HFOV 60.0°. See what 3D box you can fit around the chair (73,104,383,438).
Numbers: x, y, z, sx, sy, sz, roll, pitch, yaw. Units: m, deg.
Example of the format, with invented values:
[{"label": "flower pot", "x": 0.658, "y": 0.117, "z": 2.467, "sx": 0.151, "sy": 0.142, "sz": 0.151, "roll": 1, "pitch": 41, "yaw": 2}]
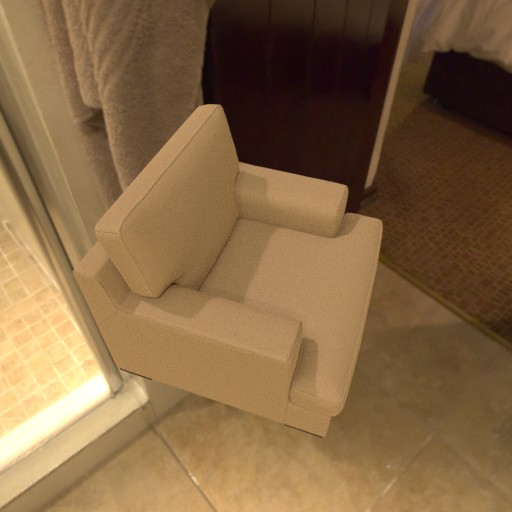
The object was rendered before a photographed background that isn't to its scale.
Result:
[{"label": "chair", "x": 0.000, "y": 0.000, "z": 2.182, "sx": 1.274, "sy": 1.005, "sz": 1.293, "roll": 8, "pitch": 47, "yaw": 8}]
